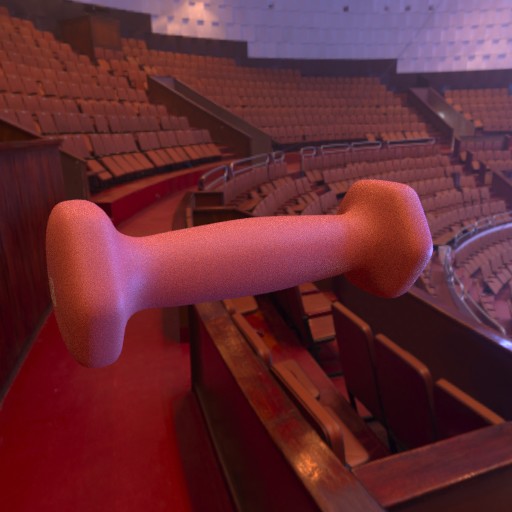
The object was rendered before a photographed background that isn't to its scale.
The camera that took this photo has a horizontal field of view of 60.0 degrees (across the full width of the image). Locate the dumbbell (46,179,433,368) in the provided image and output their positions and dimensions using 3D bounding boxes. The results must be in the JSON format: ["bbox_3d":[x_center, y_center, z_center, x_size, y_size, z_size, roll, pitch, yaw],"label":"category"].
[{"bbox_3d":[0.000,0.000,0.145,0.123,0.043,0.047,-8,18,-27],"label":"dumbbell"}]
